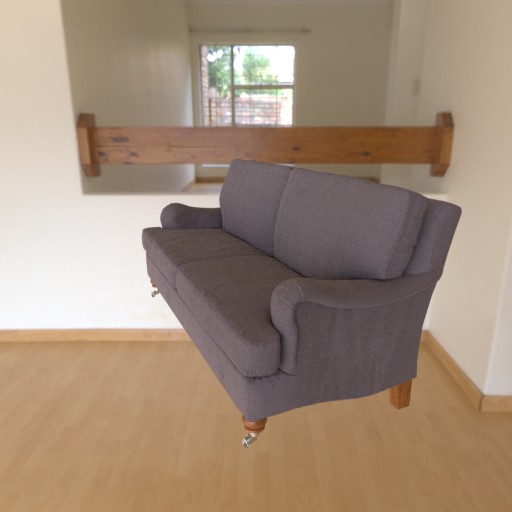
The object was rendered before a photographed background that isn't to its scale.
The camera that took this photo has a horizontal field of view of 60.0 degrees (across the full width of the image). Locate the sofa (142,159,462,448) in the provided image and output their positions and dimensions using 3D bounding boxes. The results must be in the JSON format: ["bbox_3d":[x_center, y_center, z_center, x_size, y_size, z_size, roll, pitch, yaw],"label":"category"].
[{"bbox_3d":[0.000,0.000,2.785,1.086,1.087,2.165,-7,18,-23],"label":"sofa"}]
